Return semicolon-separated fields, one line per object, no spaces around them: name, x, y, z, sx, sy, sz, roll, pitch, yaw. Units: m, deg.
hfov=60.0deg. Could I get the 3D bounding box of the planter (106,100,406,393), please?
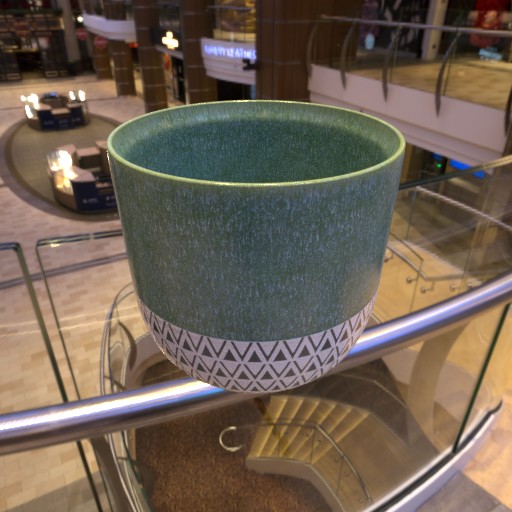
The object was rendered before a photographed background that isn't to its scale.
planter;0.000;0.000;0.478;0.266;0.270;0.266;0;31;0
